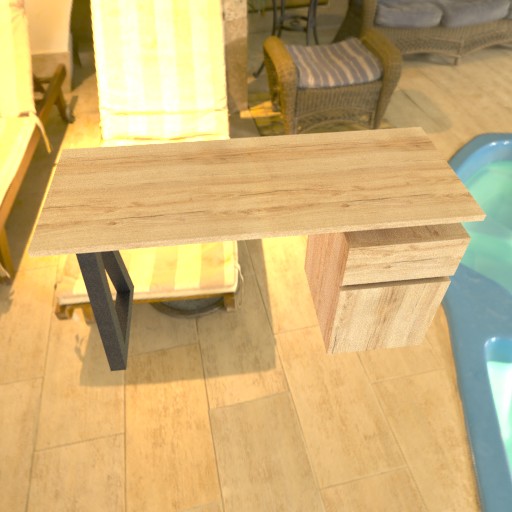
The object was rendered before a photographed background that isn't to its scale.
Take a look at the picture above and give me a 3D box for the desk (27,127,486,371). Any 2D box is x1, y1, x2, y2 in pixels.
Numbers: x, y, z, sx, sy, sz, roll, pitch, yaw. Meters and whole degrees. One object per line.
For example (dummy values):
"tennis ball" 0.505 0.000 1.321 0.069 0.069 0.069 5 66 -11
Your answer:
"desk" 0.000 0.000 1.805 1.400 0.760 0.550 -5 46 -5
